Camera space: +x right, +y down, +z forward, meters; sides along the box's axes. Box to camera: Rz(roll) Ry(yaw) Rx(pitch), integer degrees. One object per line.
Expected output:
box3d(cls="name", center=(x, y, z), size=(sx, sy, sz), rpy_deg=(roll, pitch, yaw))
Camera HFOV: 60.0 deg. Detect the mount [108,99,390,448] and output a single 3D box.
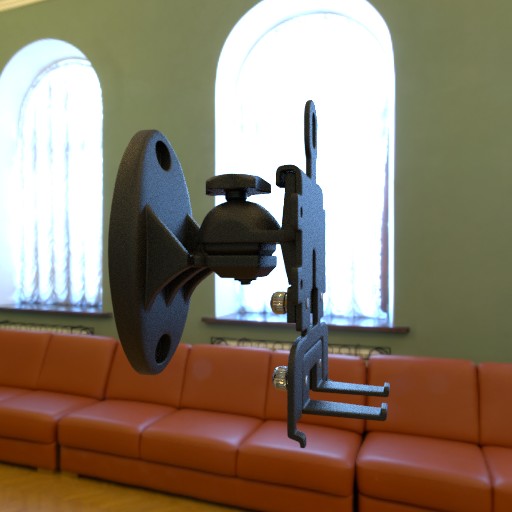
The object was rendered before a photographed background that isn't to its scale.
box3d(cls="mount", center=(0.000, 0.000, 0.175), size=(0.100, 0.118, 0.066), rpy_deg=(0, 0, 18))
